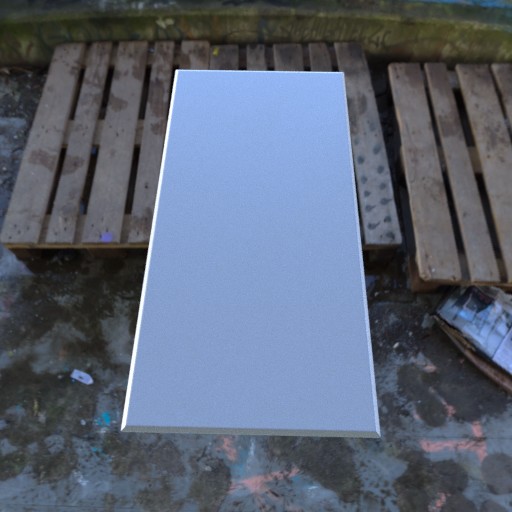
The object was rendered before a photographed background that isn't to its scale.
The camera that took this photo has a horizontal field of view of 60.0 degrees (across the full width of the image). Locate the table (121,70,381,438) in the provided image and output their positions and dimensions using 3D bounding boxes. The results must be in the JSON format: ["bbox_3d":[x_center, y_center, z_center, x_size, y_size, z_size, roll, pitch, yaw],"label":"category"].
[{"bbox_3d":[0.000,0.000,1.414,0.551,0.506,1.109,1,62,1],"label":"table"}]
